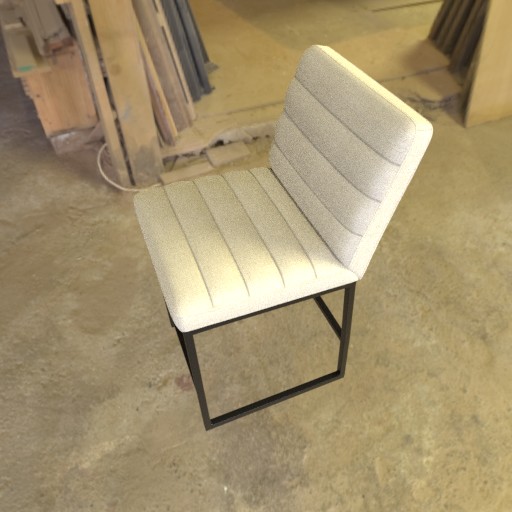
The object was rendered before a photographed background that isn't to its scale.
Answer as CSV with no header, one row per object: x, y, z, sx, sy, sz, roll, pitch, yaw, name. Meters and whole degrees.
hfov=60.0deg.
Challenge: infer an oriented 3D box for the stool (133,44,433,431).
0.000,0.000,1.239,0.560,0.940,0.460,-16,48,-15,stool
